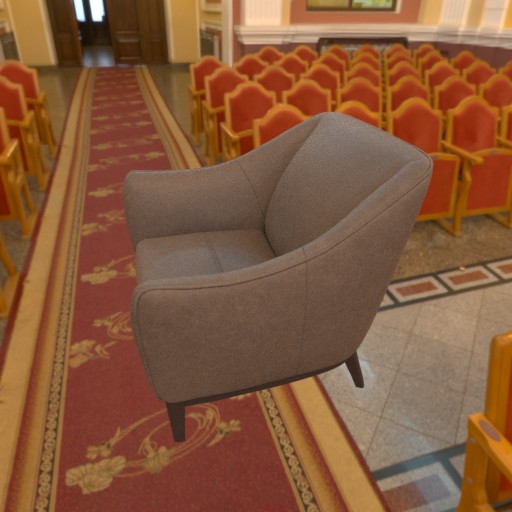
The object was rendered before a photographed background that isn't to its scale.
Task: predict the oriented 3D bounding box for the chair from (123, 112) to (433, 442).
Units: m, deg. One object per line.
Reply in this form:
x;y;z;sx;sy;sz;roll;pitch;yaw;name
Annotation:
0.000;0.000;1.543;0.852;0.830;0.871;-8;31;-14;chair
